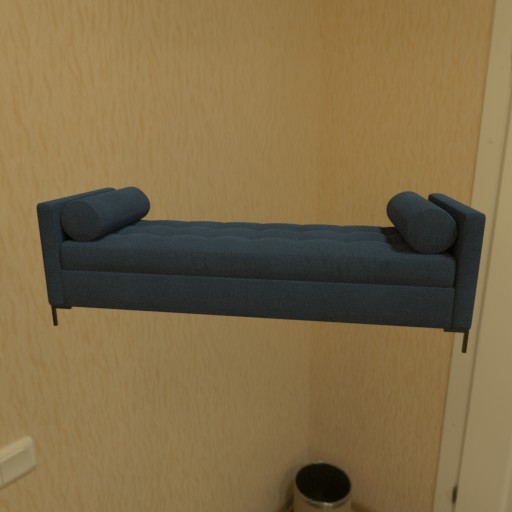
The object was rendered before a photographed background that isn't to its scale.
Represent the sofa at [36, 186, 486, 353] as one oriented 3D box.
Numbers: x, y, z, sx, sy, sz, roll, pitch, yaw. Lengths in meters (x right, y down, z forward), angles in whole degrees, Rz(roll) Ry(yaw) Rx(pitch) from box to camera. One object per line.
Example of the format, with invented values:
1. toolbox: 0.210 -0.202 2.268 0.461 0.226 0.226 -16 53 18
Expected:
1. sofa: 0.000 0.000 2.320 1.981 0.635 0.686 2 15 8
